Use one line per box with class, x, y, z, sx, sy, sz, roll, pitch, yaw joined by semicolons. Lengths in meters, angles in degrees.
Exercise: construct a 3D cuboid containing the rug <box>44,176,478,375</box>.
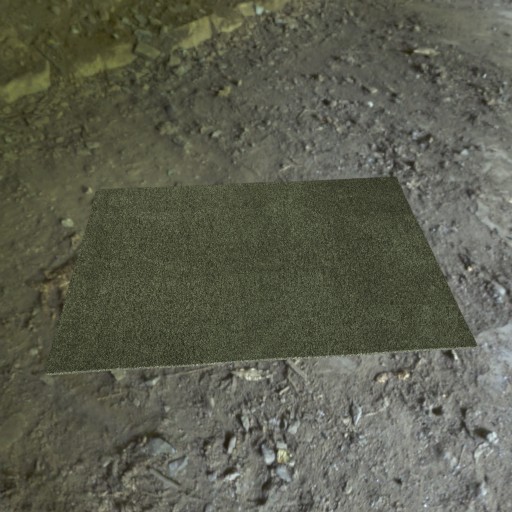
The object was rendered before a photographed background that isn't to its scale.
rug;0.000;0.000;3.368;2.699;0.026;1.802;-3;46;-3
